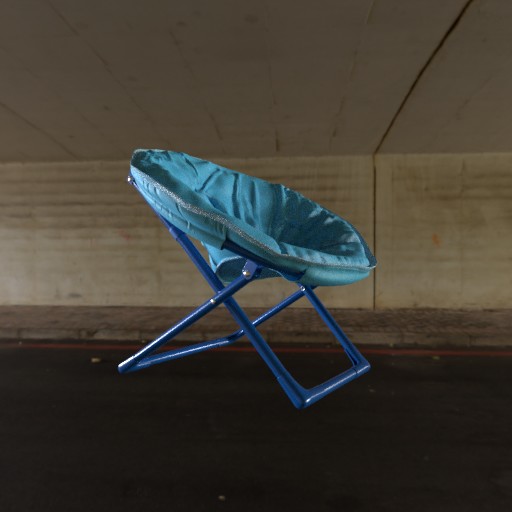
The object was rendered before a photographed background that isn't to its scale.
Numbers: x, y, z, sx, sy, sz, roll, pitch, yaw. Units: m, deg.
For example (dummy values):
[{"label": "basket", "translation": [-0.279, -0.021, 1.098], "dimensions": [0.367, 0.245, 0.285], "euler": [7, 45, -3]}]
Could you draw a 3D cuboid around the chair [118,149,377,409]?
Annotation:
[{"label": "chair", "translation": [0.000, 0.000, 0.911], "dimensions": [0.465, 0.478, 0.520], "euler": [1, 2, 36]}]
